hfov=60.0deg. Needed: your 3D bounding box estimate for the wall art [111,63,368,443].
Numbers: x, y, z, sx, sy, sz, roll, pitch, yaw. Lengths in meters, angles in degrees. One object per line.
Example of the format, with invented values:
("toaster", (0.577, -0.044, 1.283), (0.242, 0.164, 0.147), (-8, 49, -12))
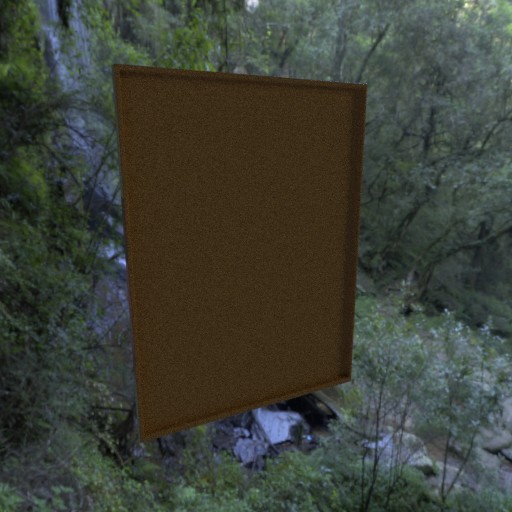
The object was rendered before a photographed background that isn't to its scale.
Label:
("wall art", (0.000, 0.000, 1.334), (0.762, 1.015, 0.031), (-7, 15, -26))
